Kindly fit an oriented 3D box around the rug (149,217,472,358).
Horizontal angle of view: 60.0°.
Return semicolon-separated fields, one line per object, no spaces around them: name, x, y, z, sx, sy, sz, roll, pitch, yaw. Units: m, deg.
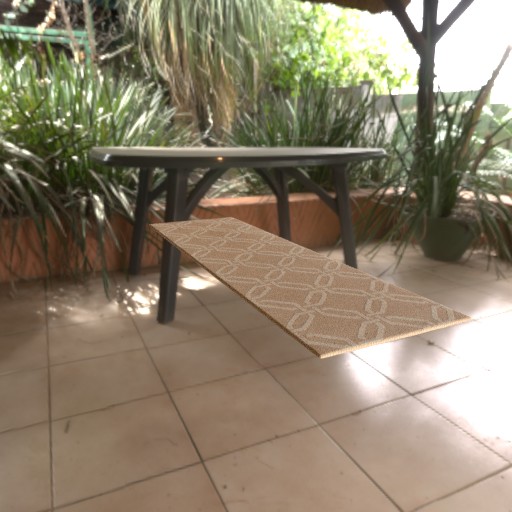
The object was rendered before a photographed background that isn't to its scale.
rug;0.000;0.000;2.489;0.678;0.014;2.276;-7;17;-25
